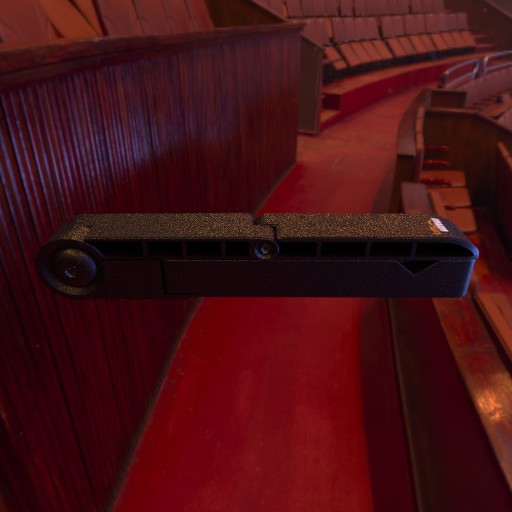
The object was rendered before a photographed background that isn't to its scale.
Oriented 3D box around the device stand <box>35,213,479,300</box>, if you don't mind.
[{"bbox_3d":[0.000,0.000,0.190,0.179,0.030,0.026,0,29,0],"label":"device stand"}]
